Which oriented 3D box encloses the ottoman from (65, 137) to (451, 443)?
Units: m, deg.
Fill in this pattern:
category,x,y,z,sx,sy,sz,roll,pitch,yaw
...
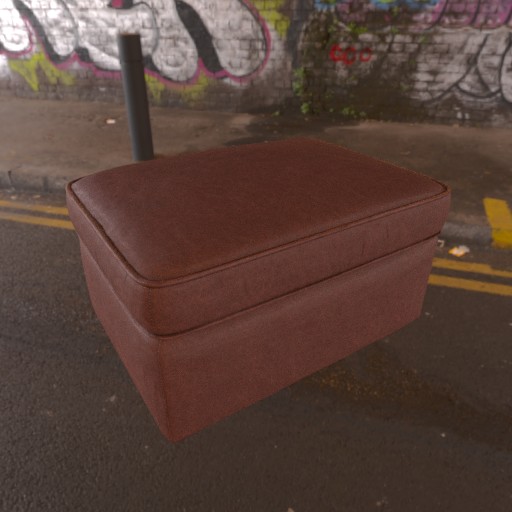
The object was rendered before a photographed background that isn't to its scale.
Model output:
category,x,y,z,sx,sy,sz,roll,pitch,yaw
ottoman,0.000,0.000,1.090,0.749,0.449,0.548,-18,35,-28
